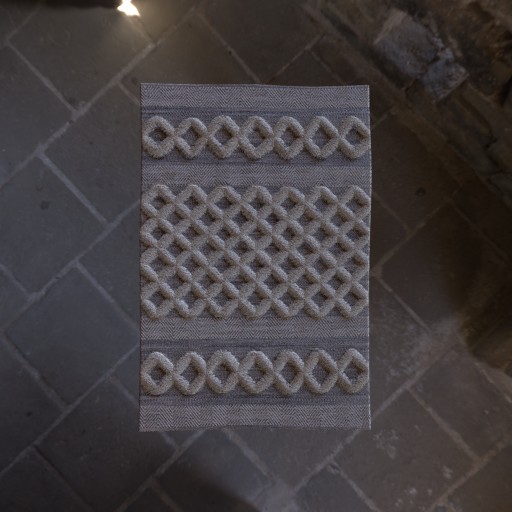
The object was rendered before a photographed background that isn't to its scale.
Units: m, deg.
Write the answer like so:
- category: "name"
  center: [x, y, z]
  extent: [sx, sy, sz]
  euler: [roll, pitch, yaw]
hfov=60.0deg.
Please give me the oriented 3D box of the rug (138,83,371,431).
- category: "rug"
  center: [0.000, 0.000, 2.324]
  extent: [1.222, 0.030, 1.823]
  euler: [0, 89, -1]
